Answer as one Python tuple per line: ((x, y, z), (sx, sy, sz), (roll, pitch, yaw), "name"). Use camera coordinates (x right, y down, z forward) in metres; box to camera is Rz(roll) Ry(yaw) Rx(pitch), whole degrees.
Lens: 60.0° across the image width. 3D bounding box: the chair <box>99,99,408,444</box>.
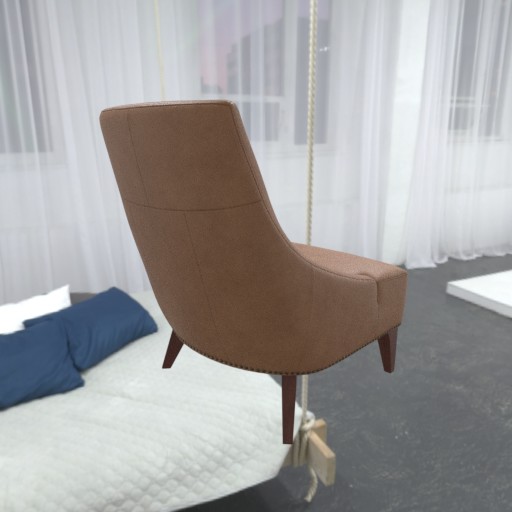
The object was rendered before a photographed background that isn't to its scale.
((0.000, 0.000, 1.454), (0.701, 0.909, 0.861), (14, 21, 43), "chair")
